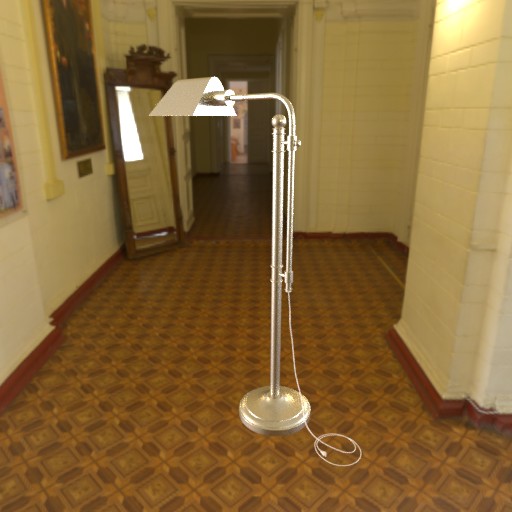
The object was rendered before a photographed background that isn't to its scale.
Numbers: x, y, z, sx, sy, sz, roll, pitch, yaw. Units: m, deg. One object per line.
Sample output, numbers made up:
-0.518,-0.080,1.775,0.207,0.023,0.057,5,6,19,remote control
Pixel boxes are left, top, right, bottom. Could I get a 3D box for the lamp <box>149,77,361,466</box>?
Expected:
0.000,0.000,0.926,0.546,0.708,0.159,17,24,42,lamp
